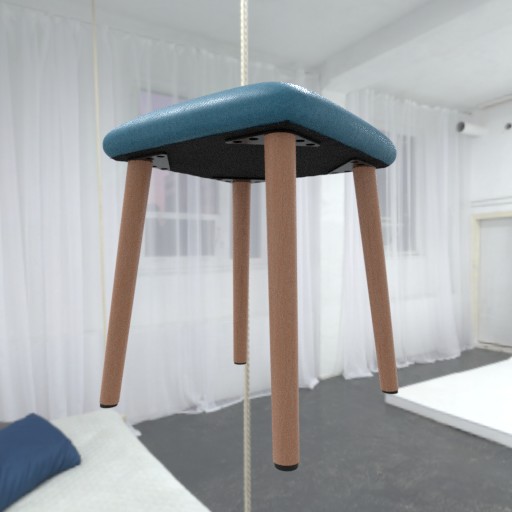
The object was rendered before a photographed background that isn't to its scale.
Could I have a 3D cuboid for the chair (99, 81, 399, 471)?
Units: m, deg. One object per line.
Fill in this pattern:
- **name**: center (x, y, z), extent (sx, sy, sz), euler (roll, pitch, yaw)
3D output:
- **chair**: center (0.000, 0.000, 0.699), extent (0.360, 0.450, 0.360), euler (0, 1, 37)
